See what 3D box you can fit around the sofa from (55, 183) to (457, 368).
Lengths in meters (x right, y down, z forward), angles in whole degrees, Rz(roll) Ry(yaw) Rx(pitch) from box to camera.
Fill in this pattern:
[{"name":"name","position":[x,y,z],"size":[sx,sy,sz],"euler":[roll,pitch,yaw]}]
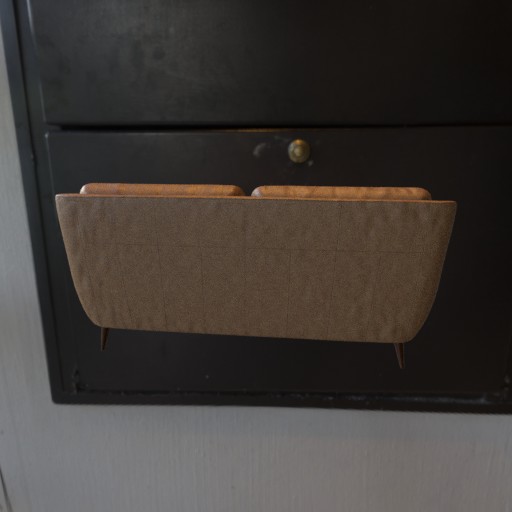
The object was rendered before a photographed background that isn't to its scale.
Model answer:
[{"name":"sofa","position":[0.000,0.000,2.432],"size":[1.902,0.839,0.904],"euler":[2,16,7]}]
